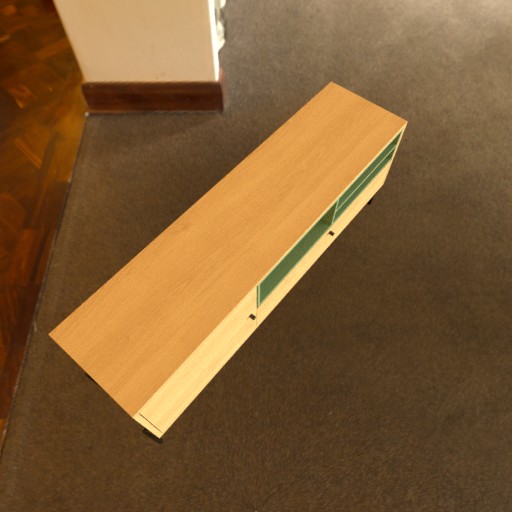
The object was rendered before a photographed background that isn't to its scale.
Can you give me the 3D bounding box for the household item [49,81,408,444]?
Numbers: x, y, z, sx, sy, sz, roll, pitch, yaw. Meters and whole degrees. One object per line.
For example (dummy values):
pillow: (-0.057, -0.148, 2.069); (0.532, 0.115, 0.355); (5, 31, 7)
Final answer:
household item: (0.000, 0.000, 1.842); (0.400, 0.600, 1.550); (36, 66, 19)
